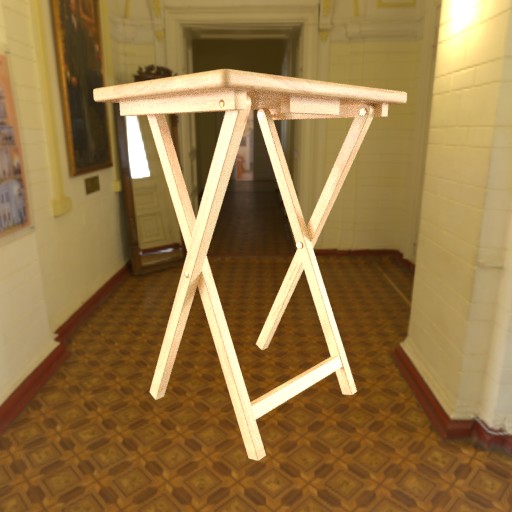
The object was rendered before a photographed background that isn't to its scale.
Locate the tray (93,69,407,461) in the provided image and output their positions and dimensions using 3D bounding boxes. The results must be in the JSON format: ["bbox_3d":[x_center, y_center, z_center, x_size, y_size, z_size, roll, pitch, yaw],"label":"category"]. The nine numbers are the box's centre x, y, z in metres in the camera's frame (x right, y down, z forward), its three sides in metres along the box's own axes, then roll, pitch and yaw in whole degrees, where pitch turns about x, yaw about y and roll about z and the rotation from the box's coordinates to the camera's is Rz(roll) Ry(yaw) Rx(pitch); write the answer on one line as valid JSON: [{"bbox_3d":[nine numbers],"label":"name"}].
[{"bbox_3d":[0.000,0.000,0.941,0.483,0.660,0.381,-15,21,-42],"label":"tray"}]
